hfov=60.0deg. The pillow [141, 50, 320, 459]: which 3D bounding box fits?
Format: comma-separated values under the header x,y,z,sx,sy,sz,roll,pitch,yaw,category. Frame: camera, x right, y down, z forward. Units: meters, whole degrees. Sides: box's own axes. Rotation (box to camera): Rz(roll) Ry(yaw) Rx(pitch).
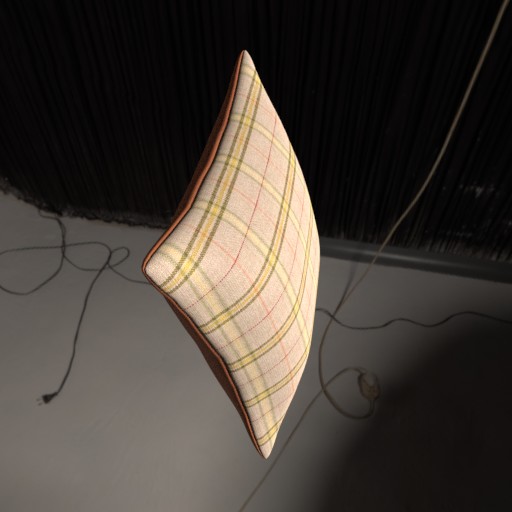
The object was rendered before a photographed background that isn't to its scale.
x,y,z,sx,sy,sz,roll,pitch,yaw,category
0.000,0.000,0.679,0.200,0.430,0.453,7,48,7,pillow
